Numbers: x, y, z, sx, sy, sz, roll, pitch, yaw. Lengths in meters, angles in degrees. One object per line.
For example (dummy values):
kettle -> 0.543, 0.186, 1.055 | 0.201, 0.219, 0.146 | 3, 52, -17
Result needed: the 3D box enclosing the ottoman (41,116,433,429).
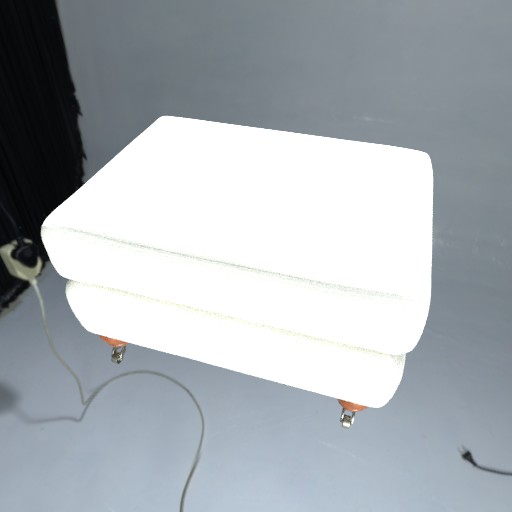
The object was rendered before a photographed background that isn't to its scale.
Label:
ottoman -> 0.000, 0.000, 1.123 | 0.773, 0.499, 0.569 | 12, 43, 13
